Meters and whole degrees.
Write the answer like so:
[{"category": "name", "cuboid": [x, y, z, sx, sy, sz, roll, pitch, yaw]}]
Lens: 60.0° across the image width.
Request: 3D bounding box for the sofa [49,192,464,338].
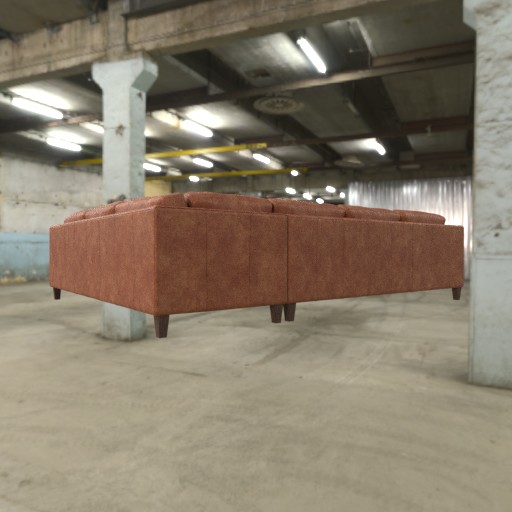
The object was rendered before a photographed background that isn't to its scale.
[{"category": "sofa", "cuboid": [0.000, 0.000, 4.221, 3.167, 0.838, 2.438, -1, 1, -37]}]
